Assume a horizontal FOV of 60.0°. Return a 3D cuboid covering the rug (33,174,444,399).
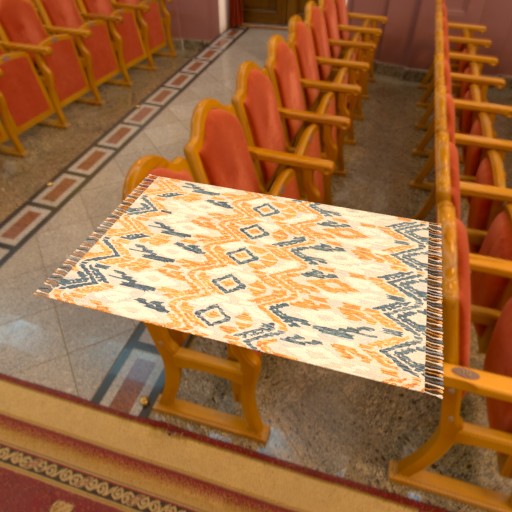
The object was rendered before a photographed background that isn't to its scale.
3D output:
[{"bbox_3d":[0.000,0.000,3.023,2.428,0.010,1.533,11,42,13],"label":"rug"}]
